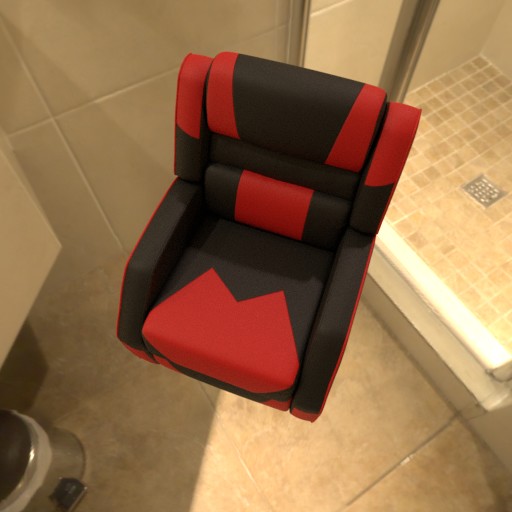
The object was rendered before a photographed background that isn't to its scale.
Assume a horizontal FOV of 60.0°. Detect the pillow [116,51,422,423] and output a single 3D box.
[{"bbox_3d":[0.000,0.000,1.267,0.620,0.805,0.672,18,62,10],"label":"pillow"}]
